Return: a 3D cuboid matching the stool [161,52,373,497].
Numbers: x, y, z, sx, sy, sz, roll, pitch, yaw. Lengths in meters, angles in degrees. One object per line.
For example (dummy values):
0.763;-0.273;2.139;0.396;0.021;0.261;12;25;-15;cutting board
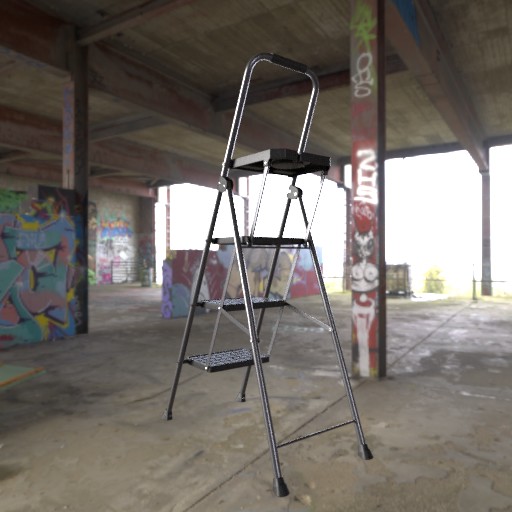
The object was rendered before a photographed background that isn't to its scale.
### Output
0.000;0.000;1.576;0.396;1.277;0.733;0;0;-37;stool
